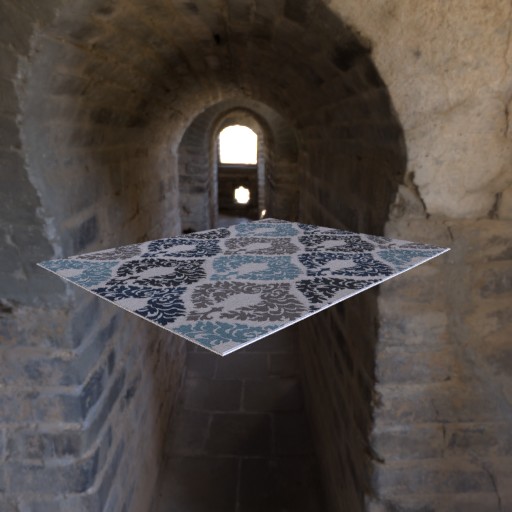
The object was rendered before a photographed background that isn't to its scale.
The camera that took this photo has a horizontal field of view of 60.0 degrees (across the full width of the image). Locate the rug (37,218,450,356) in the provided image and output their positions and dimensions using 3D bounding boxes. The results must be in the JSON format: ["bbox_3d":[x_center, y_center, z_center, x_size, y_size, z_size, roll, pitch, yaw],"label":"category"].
[{"bbox_3d":[0.000,0.000,4.110,2.423,0.014,3.040,14,21,42],"label":"rug"}]
